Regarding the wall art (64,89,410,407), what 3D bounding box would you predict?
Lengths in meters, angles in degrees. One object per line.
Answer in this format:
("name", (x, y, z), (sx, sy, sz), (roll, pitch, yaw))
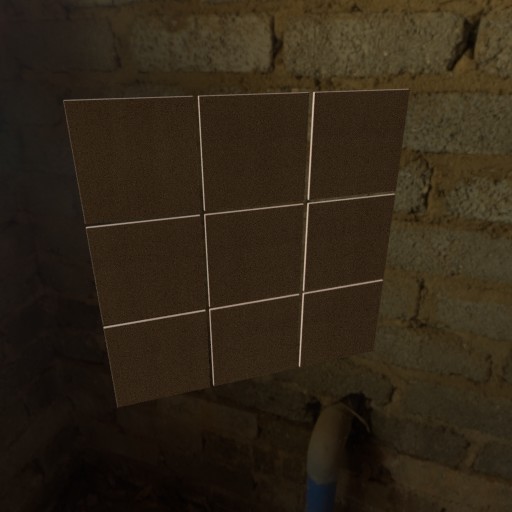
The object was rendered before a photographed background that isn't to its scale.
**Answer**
("wall art", (0.000, 0.000, 1.768), (1.219, 1.218, 0.013), (-8, 27, -16))
